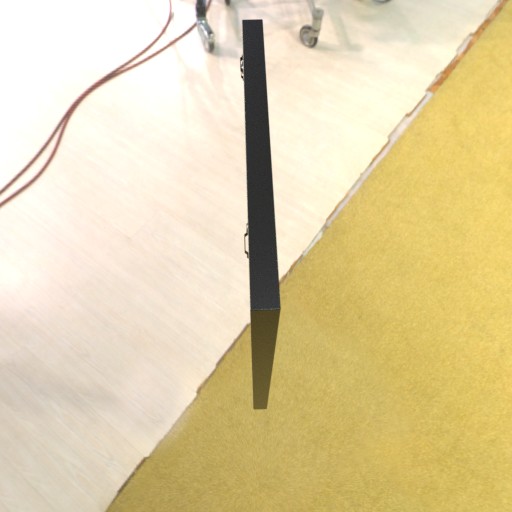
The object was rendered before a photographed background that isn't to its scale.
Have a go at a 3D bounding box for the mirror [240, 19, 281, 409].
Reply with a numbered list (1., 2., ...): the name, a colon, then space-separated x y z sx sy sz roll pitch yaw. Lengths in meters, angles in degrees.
1. mirror: 0.000 0.000 0.926 0.039 0.710 0.507 -2 62 -1
